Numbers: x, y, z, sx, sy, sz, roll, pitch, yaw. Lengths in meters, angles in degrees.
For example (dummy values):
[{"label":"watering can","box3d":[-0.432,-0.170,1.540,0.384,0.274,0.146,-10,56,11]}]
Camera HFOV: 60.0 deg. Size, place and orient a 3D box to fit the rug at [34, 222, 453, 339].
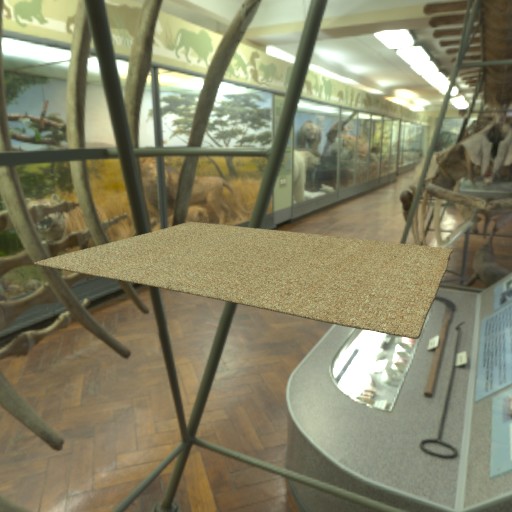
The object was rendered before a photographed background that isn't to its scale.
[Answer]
[{"label":"rug","box3d":[0.000,0.000,2.736,2.141,0.013,1.566,8,16,27]}]
